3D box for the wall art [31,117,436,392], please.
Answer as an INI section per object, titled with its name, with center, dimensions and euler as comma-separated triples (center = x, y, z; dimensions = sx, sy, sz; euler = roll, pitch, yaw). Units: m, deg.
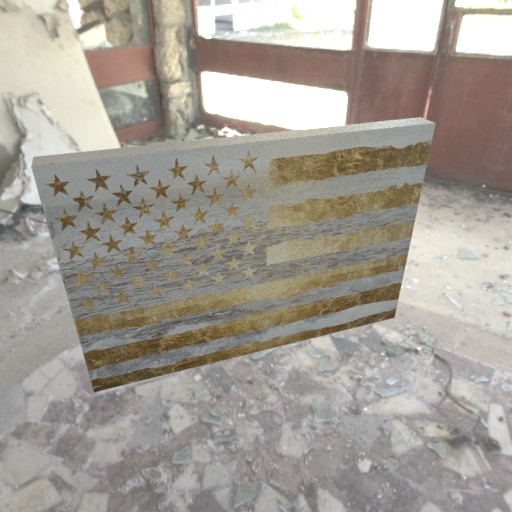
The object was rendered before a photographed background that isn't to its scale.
[wall art]
center = 0.000, 0.000, 0.758
dimensions = 0.606, 0.407, 0.041
euler = -10, 33, -16
